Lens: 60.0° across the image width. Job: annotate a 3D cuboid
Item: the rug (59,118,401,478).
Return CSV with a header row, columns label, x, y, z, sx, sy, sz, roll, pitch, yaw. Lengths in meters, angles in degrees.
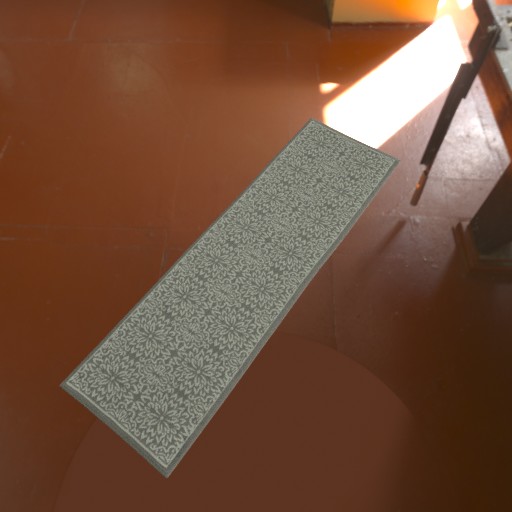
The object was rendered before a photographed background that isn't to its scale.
label,x,y,z,sx,sy,sz,roll,pitch,yaw
rug,0.000,0.000,2.408,0.662,0.011,2.196,32,64,18
